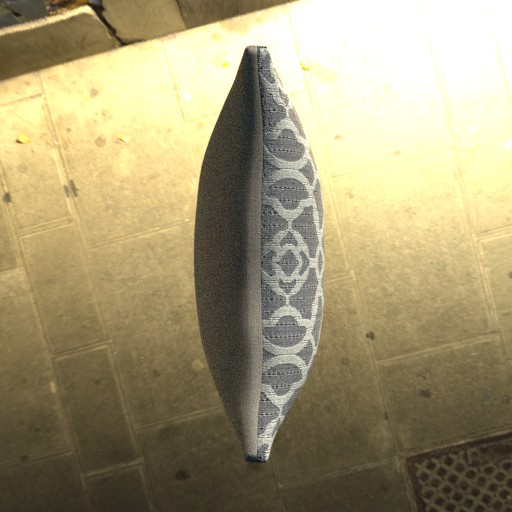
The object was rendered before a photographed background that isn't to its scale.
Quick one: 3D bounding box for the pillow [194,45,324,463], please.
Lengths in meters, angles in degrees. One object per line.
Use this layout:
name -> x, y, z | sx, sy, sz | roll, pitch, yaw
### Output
pillow -> 0.000, 0.000, 0.774 | 0.215, 0.498, 0.508 | 0, 91, 0
